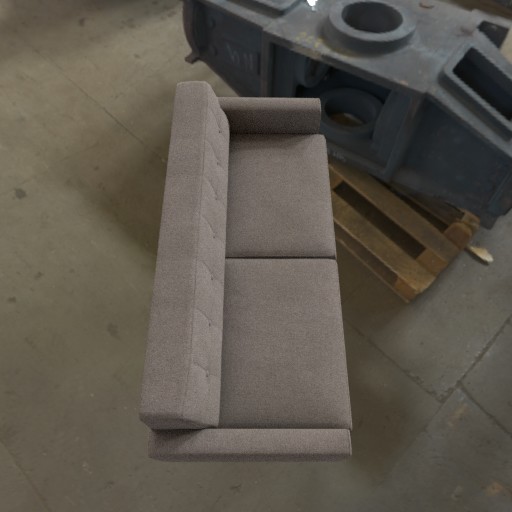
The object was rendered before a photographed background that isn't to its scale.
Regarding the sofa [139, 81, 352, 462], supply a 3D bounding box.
[{"bbox_3d":[0.000,0.000,2.419,0.909,0.841,2.029,0,63,0],"label":"sofa"}]
